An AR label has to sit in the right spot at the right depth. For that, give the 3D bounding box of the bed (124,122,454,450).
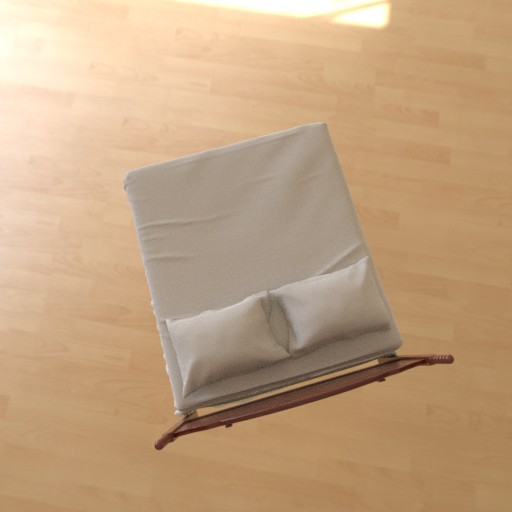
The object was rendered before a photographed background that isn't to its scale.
[{"bbox_3d":[0.000,0.000,3.192,1.873,1.356,2.040,-15,77,-4],"label":"bed"}]
